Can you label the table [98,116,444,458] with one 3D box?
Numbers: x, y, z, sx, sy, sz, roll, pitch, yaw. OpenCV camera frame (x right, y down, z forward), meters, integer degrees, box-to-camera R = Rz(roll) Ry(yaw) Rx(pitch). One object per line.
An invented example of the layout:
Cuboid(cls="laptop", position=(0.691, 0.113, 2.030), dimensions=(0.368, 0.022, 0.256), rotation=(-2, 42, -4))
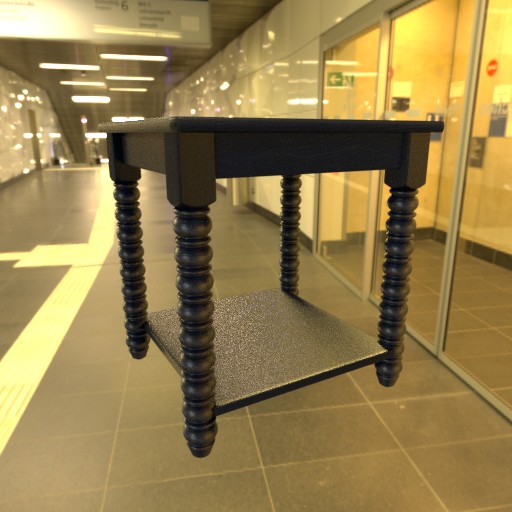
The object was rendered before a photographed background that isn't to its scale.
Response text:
Cuboid(cls="table", position=(0.000, 0.000, 0.981), dimensions=(0.533, 0.567, 0.500), rotation=(-9, 18, -28))
